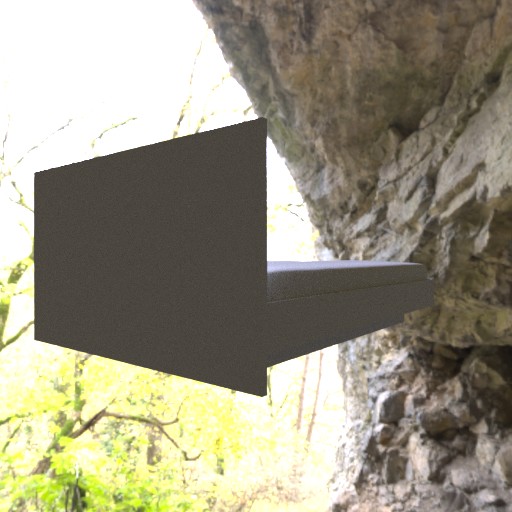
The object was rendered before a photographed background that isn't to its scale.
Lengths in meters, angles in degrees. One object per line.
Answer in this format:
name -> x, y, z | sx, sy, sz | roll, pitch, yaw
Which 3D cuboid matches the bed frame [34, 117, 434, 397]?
bed frame -> 0.000, 0.000, 2.932 | 1.711, 1.001, 2.100 | 0, 0, 38
